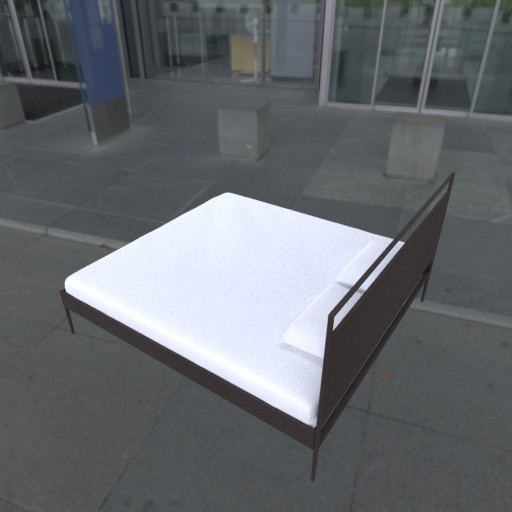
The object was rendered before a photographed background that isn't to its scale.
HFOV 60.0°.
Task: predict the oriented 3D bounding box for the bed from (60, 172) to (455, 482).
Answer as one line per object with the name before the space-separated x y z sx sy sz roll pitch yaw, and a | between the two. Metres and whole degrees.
bed | 0.000 0.000 3.347 2.151 1.173 1.993 20 37 29
